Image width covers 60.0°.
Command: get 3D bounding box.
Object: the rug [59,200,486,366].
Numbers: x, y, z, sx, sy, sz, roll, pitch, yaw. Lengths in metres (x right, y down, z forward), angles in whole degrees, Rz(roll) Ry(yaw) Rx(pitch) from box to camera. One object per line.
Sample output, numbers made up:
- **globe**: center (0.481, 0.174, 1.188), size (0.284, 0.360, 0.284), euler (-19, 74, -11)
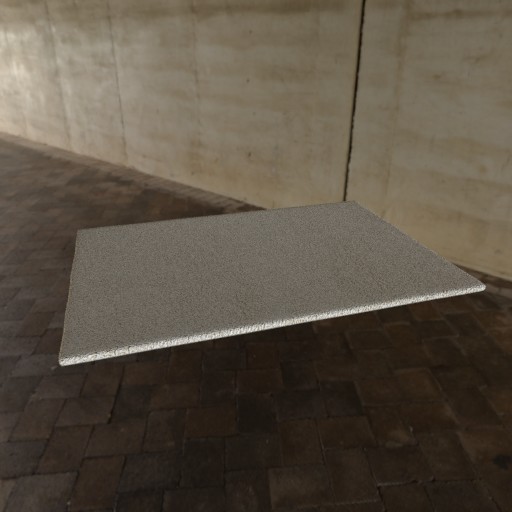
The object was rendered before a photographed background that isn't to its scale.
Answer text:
- **rug**: center (0.000, 0.000, 2.263), size (1.778, 0.030, 1.219), euler (-8, 27, -15)
